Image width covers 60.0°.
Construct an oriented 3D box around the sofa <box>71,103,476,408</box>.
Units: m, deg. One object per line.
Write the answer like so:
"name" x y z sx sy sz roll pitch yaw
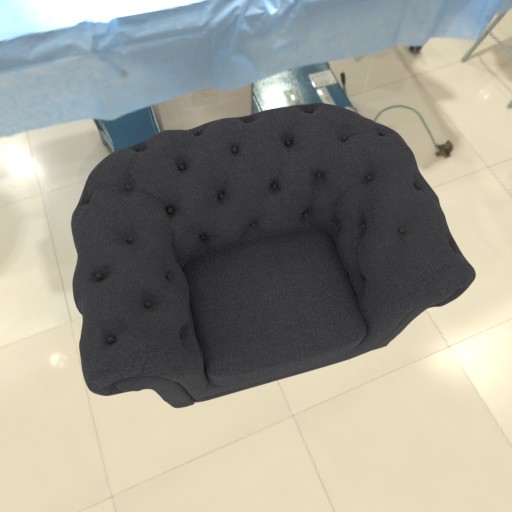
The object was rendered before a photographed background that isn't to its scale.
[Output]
"sofa" 0.000 0.000 1.975 1.405 0.878 1.032 -14 64 -7
